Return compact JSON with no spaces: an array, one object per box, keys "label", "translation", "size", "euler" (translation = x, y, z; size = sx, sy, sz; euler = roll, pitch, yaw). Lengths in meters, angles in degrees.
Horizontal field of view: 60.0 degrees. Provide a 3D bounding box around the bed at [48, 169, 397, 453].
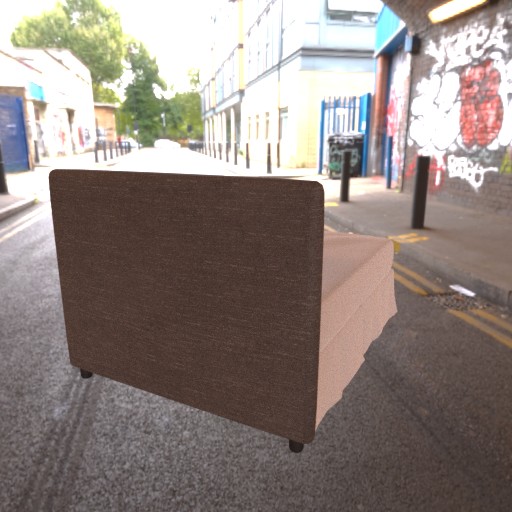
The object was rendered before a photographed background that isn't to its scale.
[{"label":"bed","translation":[0.000,0.000,3.226],"size":[1.723,1.330,2.142],"euler":[8,17,27]}]
